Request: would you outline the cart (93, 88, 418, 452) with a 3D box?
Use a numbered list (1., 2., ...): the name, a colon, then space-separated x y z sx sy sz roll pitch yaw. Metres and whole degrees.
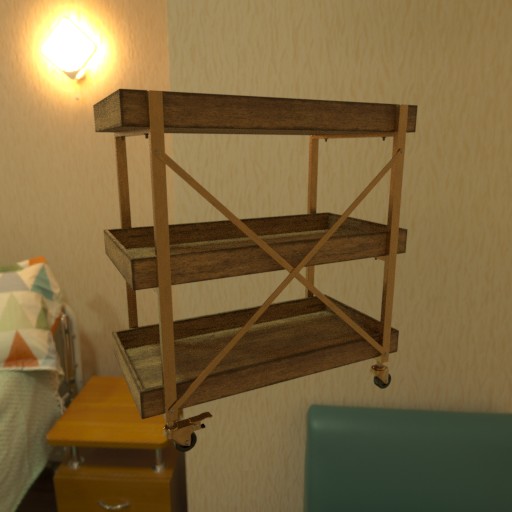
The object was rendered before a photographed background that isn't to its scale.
1. cart: 0.000 0.000 1.235 0.750 0.799 0.416 -7 15 -26
